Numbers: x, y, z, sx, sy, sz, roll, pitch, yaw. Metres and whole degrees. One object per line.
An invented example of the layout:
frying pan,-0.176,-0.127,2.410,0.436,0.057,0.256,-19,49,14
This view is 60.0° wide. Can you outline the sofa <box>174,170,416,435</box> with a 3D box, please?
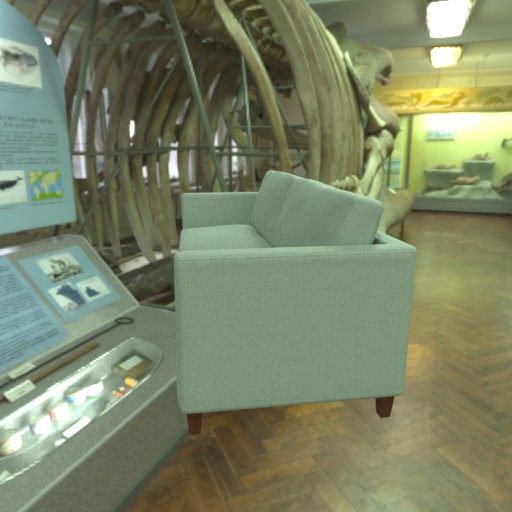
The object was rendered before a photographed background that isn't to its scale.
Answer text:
sofa,0.000,0.000,2.728,0.951,0.965,2.208,-2,14,-8
